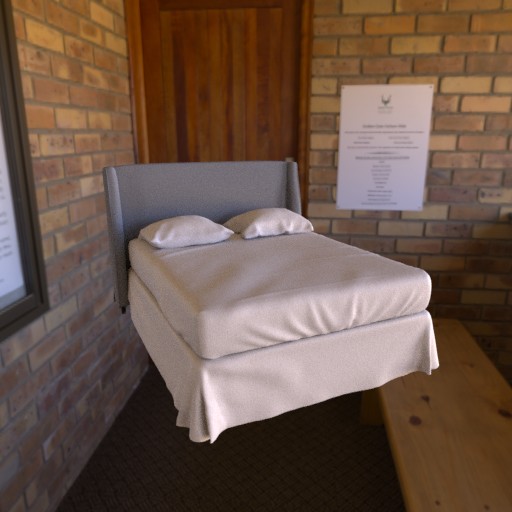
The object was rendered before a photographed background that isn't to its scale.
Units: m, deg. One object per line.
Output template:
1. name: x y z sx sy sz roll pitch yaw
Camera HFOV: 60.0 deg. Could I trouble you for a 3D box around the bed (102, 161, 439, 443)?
1. bed: 0.000 0.000 3.461 1.925 1.332 2.276 -7 17 -25
